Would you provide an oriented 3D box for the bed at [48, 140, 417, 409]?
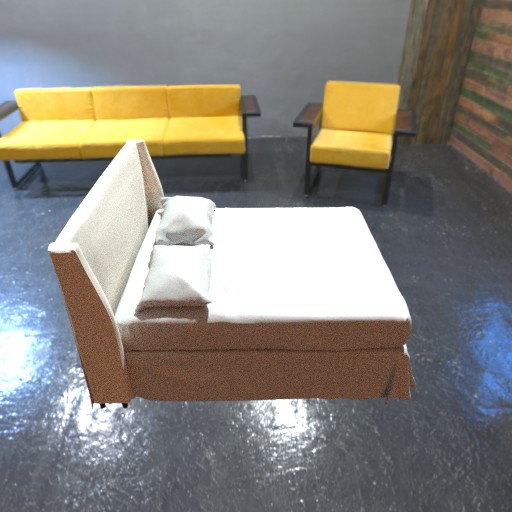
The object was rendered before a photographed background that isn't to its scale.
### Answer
[{"bbox_3d":[0.000,0.000,3.507,2.276,1.332,1.925,0,32,-1],"label":"bed"}]
